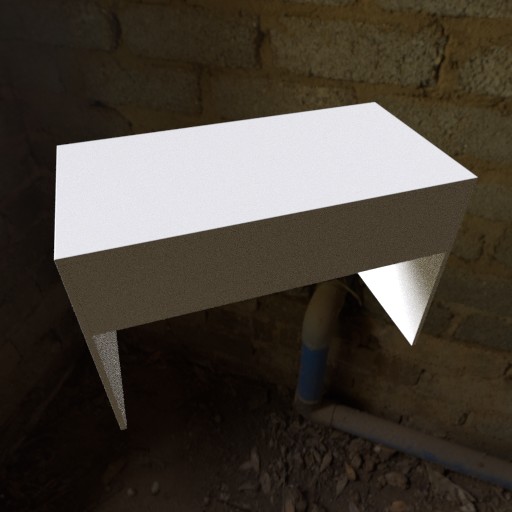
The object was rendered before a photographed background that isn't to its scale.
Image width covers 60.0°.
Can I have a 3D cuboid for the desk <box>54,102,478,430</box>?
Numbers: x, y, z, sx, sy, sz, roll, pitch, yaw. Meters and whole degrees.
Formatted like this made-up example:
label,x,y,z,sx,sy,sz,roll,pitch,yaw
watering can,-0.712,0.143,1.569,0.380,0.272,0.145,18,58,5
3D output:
label,x,y,z,sx,sy,sz,roll,pitch,yaw
desk,0.000,0.000,1.525,1.100,0.730,0.560,-12,42,-14
